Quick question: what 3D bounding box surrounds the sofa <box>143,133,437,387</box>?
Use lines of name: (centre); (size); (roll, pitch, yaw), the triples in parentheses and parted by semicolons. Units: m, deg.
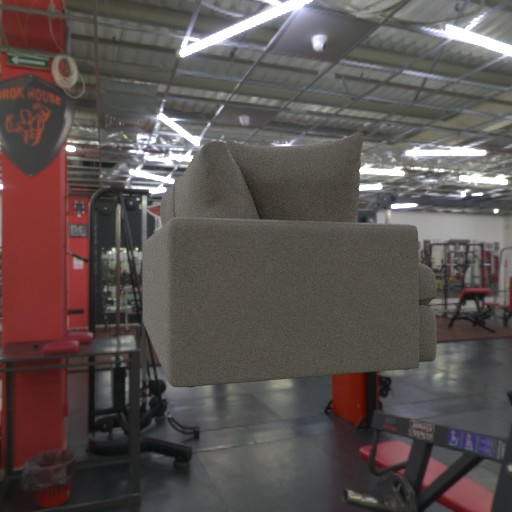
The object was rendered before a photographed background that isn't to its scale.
sofa: (0.000, 0.000, 2.646); (1.228, 1.080, 1.869); (0, -1, -17)
